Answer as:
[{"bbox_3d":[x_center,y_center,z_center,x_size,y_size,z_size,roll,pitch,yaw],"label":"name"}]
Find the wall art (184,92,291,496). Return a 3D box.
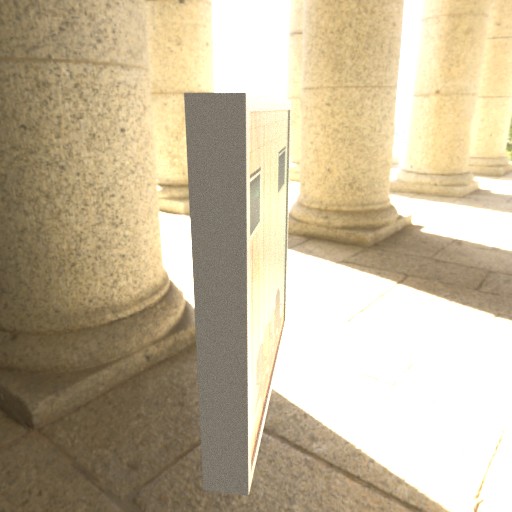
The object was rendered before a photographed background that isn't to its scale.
[{"bbox_3d":[0.000,0.000,0.453,0.038,0.305,0.305,3,19,9],"label":"wall art"}]
